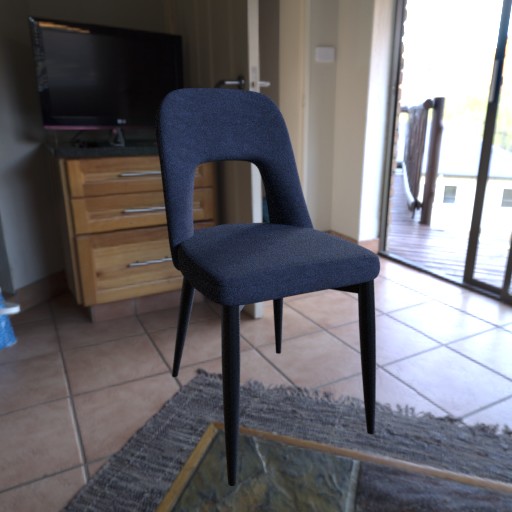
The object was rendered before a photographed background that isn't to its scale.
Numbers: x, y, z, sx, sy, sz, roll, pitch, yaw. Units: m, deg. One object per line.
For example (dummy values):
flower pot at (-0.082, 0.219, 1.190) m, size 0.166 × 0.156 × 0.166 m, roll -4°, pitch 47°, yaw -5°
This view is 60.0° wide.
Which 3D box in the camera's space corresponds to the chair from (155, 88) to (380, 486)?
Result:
chair at (0.000, 0.000, 1.263) m, size 0.470 × 0.931 × 0.612 m, roll -8°, pitch 18°, yaw -25°
